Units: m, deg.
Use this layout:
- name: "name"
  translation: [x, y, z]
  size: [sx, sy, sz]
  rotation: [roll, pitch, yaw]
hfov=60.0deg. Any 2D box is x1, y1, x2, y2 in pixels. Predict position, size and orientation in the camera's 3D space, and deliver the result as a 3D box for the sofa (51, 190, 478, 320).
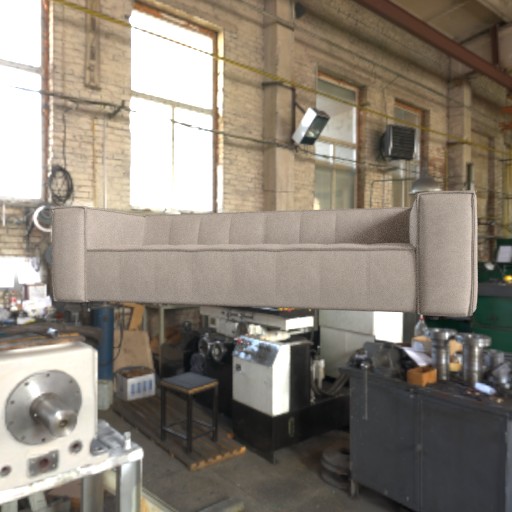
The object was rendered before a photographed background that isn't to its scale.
- name: "sofa"
  translation: [0.000, 0.000, 3.098]
  size: [2.697, 0.680, 1.038]
  rotation: [0, 0, 17]
